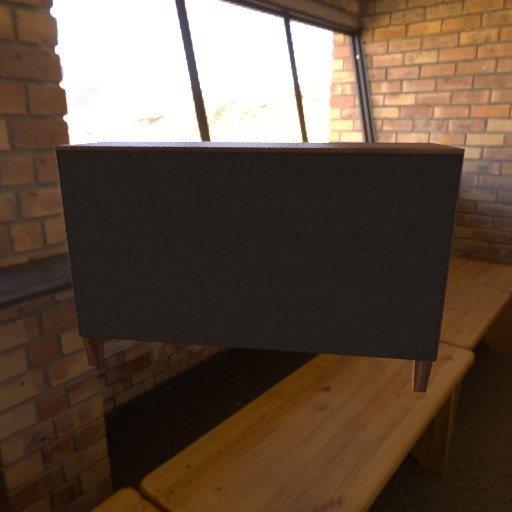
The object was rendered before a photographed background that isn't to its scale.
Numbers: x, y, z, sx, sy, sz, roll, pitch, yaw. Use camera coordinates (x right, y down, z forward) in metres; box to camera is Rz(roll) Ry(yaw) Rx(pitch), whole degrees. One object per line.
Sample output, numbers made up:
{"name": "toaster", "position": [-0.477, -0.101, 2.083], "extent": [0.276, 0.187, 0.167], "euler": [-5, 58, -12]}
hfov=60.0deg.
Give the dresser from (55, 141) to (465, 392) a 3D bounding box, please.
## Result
{"name": "dresser", "position": [0.000, 0.000, 1.820], "extent": [1.387, 0.892, 0.438], "euler": [2, 17, 8]}
